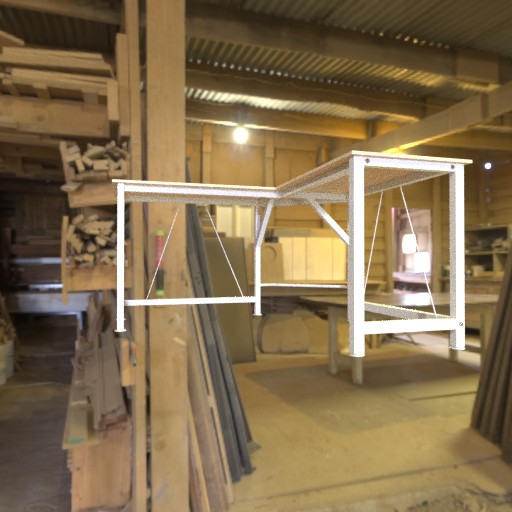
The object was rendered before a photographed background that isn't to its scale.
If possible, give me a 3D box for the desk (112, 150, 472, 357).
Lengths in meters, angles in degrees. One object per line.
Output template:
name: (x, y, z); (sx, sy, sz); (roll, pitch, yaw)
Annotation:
desk: (0.000, 0.000, 2.250); (1.400, 0.762, 1.400); (0, -1, -17)
